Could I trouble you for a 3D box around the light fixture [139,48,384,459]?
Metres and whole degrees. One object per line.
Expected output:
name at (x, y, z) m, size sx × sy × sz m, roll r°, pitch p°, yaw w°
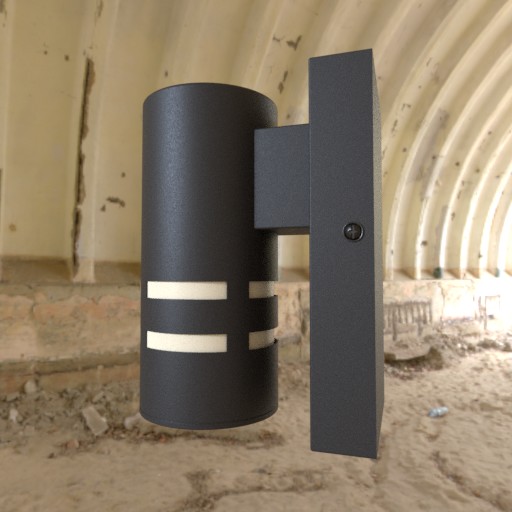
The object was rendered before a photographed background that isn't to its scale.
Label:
light fixture at (0.000, 0.000, 0.257) m, size 0.138 × 0.179 × 0.098 m, roll -1°, pitch -2°, yaw 18°
